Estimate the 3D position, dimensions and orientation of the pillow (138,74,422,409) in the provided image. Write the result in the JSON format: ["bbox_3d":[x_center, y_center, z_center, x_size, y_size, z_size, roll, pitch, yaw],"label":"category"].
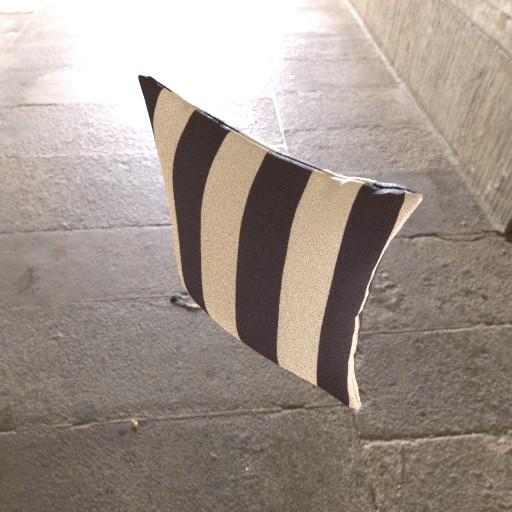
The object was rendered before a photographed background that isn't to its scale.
[{"bbox_3d":[0.000,0.000,0.815,0.536,0.526,0.189,31,53,27],"label":"pillow"}]
